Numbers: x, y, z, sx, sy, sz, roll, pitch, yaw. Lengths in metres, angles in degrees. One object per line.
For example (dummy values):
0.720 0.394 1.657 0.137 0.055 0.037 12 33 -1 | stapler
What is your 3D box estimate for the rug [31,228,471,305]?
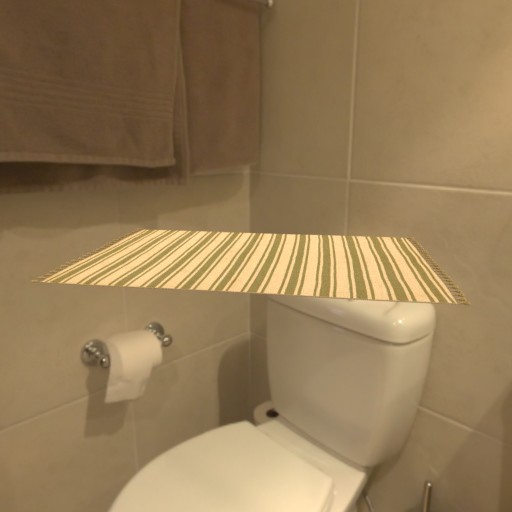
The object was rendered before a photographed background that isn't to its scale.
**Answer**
0.000 0.000 3.121 2.435 0.018 1.540 2 15 8 | rug
